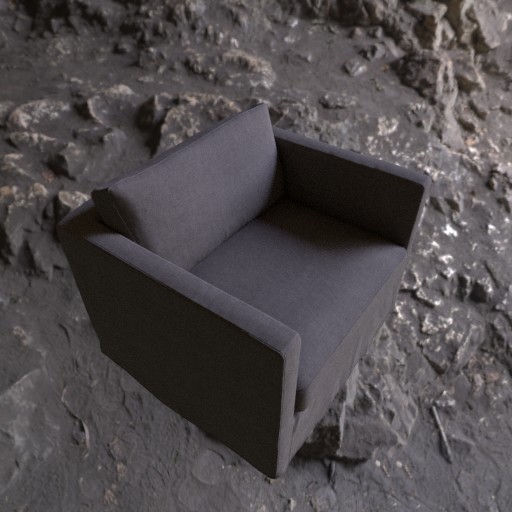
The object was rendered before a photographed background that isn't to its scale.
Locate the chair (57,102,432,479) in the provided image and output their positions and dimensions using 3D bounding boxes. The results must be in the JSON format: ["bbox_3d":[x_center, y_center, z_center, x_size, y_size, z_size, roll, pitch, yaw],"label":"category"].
[{"bbox_3d":[0.000,0.000,1.743,0.949,0.863,1.057,26,47,26],"label":"chair"}]
